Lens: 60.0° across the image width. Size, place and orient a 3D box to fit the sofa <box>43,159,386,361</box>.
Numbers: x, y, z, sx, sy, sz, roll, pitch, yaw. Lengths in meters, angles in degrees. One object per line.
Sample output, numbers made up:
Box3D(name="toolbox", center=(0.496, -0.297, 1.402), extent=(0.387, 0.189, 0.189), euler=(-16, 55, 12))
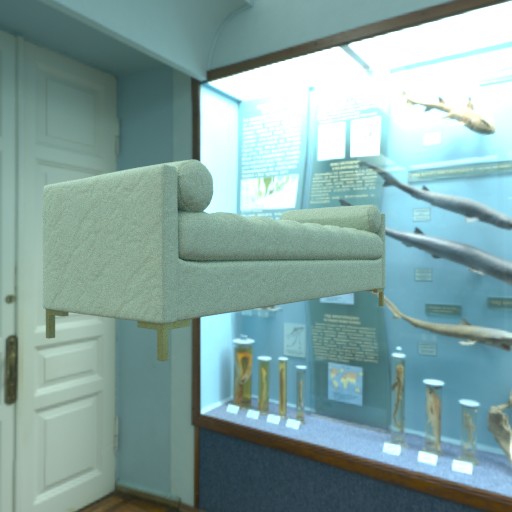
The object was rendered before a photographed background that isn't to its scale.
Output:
Box3D(name="sofa", center=(0.000, 0.000, 2.515), extent=(0.796, 0.705, 2.102), euler=(0, 0, 36))
